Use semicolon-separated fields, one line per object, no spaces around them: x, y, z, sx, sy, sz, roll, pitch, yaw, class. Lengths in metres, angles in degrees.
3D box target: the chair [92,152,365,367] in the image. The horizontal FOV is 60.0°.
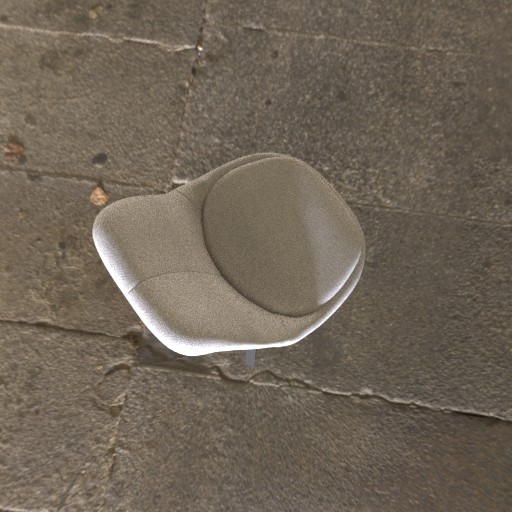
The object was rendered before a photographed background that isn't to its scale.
0.000;0.000;1.175;0.550;0.850;0.485;-36;79;-8;chair
